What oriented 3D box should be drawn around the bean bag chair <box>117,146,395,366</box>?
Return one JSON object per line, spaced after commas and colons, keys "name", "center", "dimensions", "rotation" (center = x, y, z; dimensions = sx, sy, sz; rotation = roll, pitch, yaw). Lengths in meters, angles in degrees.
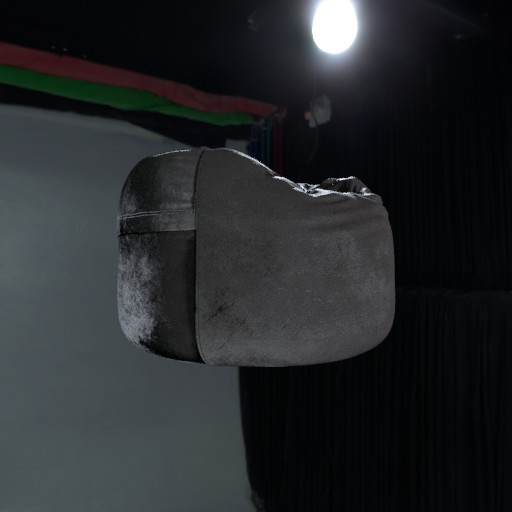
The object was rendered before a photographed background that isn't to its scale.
{"name": "bean bag chair", "center": [0.000, 0.000, 1.523], "dimensions": [0.918, 0.605, 0.918], "rotation": [0, -1, 0]}
